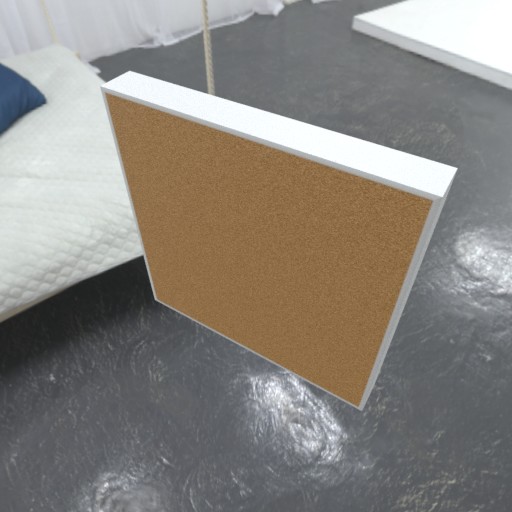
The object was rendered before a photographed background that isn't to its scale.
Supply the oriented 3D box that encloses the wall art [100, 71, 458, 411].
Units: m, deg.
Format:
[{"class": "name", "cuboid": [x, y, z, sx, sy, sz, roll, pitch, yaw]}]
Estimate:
[{"class": "wall art", "cuboid": [0.000, 0.000, 0.461, 0.305, 0.304, 0.038, 24, 50, 22]}]
